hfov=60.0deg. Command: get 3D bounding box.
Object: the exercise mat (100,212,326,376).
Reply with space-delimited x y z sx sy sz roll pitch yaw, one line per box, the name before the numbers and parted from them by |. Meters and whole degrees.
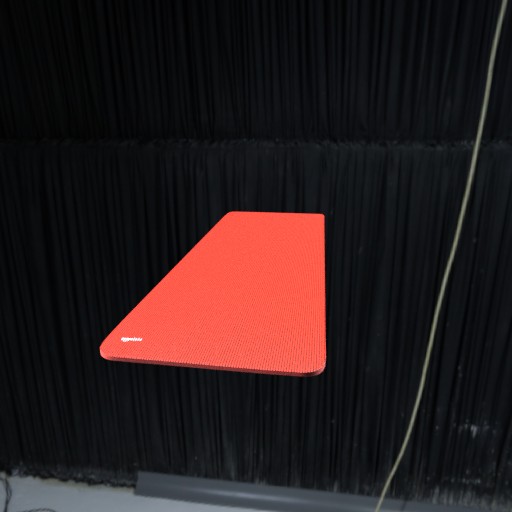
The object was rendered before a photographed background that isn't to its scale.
exercise mat | 0.000 0.000 2.013 0.616 0.021 1.869 2 18 8
